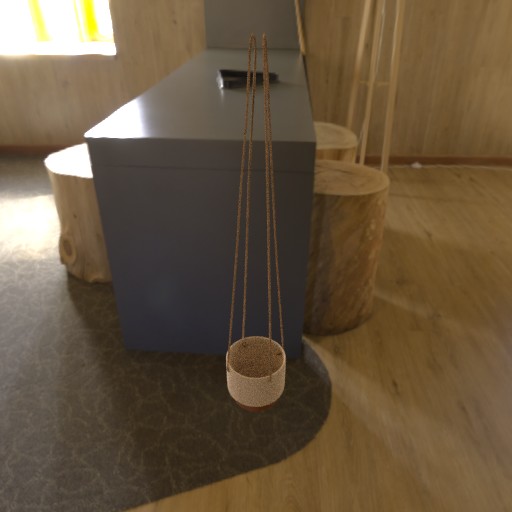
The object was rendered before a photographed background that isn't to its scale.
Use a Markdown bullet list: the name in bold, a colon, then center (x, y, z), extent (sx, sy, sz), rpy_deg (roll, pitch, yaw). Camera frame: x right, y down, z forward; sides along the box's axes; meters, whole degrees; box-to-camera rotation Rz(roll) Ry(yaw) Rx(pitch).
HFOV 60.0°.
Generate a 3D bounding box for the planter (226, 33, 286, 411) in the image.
- **planter**: center (0.000, 0.000, 0.932), extent (0.146, 0.841, 0.146), rpy_deg (10, 33, 16)
